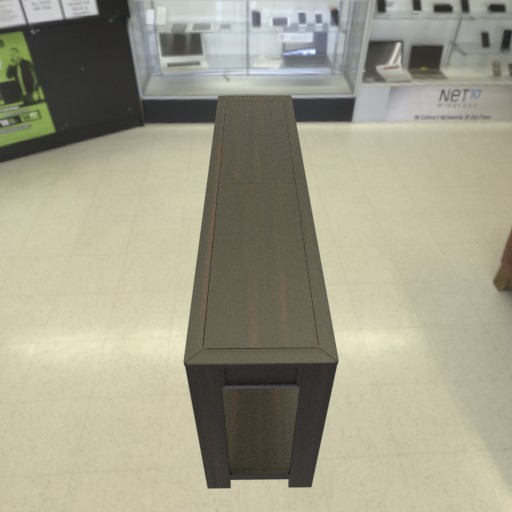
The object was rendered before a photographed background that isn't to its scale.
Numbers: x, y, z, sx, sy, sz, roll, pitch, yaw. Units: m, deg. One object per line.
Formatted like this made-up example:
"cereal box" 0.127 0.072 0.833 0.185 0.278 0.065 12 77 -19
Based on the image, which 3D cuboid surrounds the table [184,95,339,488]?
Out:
"table" 0.000 0.000 1.930 0.384 0.762 1.631 0 42 0
